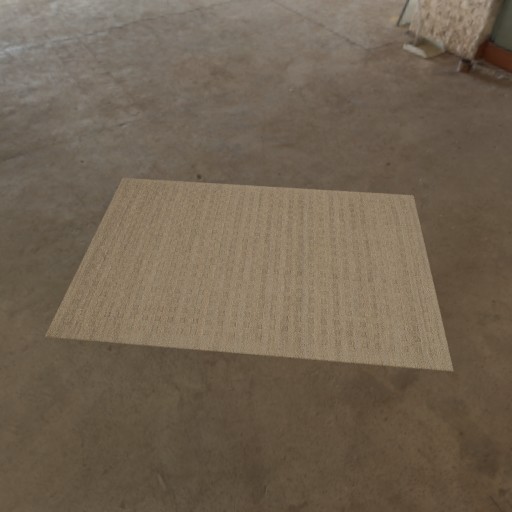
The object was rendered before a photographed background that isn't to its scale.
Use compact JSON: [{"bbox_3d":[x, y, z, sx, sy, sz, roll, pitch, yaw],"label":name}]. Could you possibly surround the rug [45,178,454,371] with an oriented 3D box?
[{"bbox_3d":[0.000,0.000,2.279,1.752,0.006,1.142,4,47,4],"label":"rug"}]
